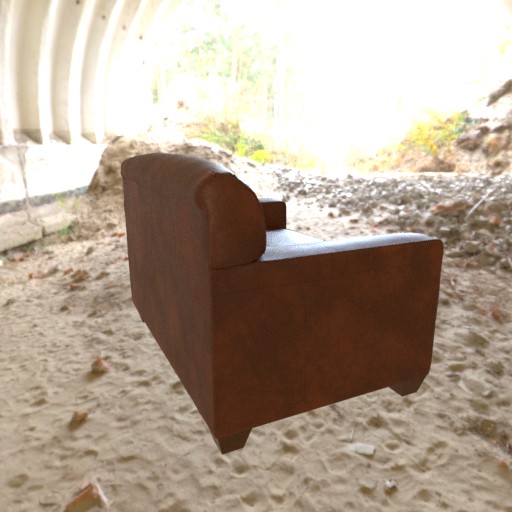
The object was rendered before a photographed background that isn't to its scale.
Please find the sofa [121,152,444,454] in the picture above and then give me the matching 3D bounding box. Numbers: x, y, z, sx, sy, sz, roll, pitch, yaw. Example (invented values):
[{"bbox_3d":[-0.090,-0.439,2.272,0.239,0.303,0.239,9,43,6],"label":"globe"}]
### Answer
[{"bbox_3d":[0.000,0.000,2.110,1.000,0.956,1.413,-7,16,-25],"label":"sofa"}]
